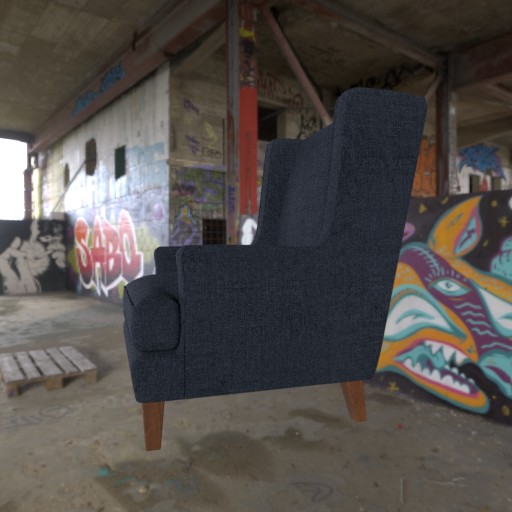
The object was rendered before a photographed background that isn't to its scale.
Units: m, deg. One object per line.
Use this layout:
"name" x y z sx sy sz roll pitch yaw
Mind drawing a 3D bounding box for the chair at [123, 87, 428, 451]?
"chair" 0.000 0.000 1.676 0.947 1.072 0.764 0 1 -18
